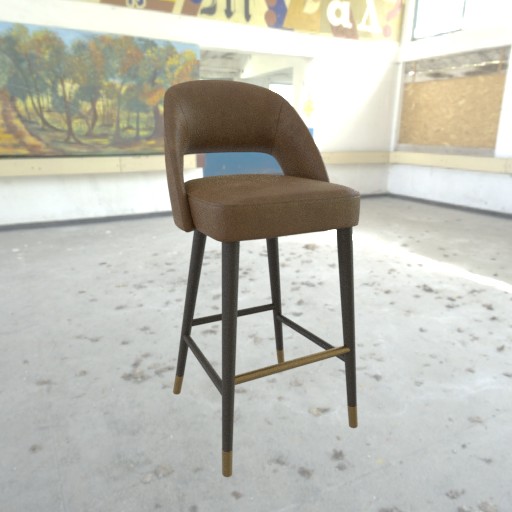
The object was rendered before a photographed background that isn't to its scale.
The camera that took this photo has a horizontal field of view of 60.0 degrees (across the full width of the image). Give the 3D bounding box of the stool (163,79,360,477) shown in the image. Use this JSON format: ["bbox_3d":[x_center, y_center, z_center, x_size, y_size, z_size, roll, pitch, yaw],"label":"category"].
[{"bbox_3d":[0.000,0.000,1.342,0.494,1.037,0.509,-8,18,-27],"label":"stool"}]
